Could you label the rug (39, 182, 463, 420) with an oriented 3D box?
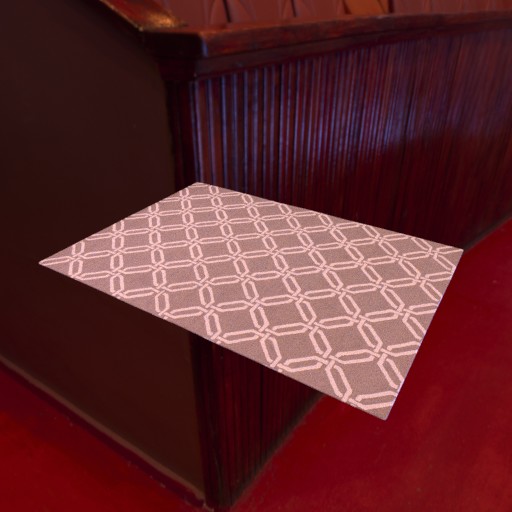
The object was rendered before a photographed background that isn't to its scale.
[{"bbox_3d":[0.000,0.000,4.366,3.419,0.020,2.441,18,36,27],"label":"rug"}]
